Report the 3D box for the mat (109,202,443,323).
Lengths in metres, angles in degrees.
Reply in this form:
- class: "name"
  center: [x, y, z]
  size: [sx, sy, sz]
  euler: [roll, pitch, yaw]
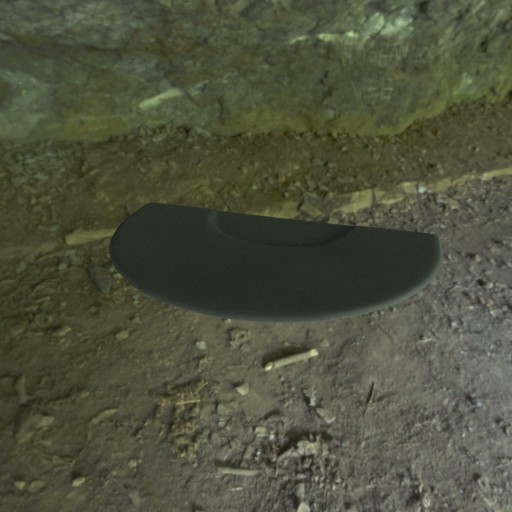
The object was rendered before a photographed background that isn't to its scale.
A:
- class: "mat"
  center: [0.000, 0.000, 1.882]
  size: [1.525, 0.022, 0.917]
  euler: [8, 28, 15]
